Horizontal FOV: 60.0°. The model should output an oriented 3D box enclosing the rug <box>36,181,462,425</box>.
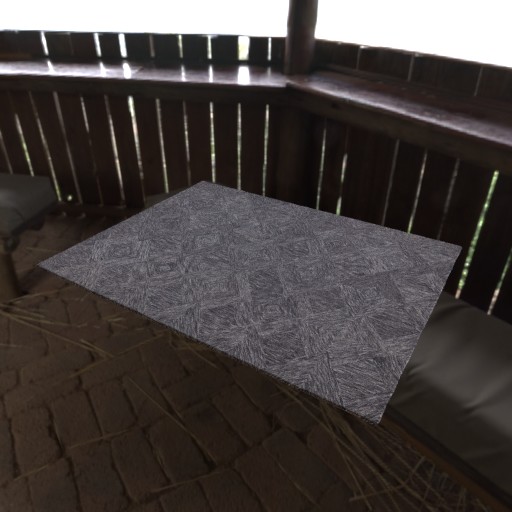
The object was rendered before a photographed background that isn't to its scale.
[{"bbox_3d":[0.000,0.000,4.160,3.204,0.017,2.448,18,36,27],"label":"rug"}]
